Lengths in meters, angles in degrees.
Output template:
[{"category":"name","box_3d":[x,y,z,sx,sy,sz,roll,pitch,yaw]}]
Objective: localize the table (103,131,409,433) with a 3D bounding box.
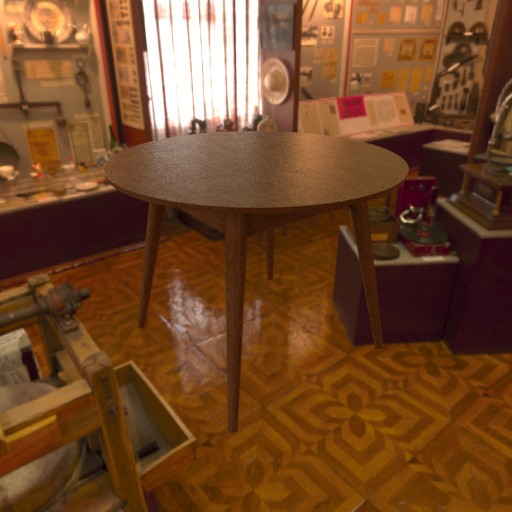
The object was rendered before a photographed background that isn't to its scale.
[{"category":"table","box_3d":[0.000,0.000,1.771,1.053,0.786,1.053,0,26,0]}]
